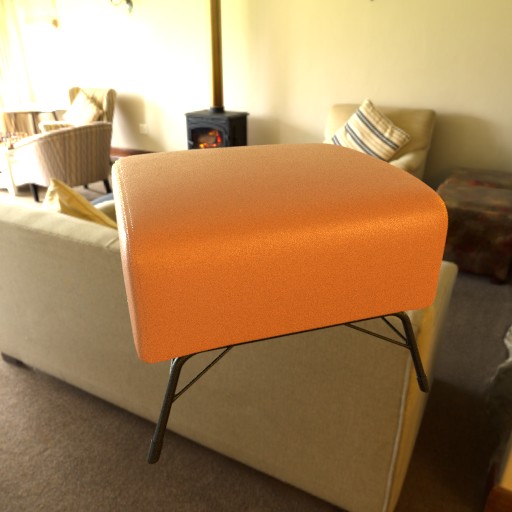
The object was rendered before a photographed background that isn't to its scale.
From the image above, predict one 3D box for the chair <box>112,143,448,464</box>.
[{"bbox_3d":[0.000,0.000,0.908,0.530,0.410,0.530,-8,26,-16],"label":"chair"}]
